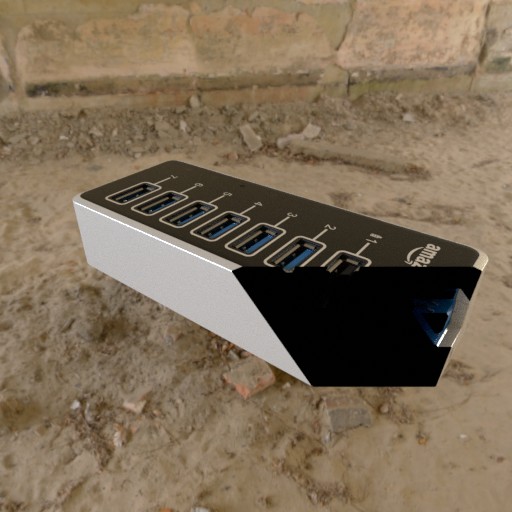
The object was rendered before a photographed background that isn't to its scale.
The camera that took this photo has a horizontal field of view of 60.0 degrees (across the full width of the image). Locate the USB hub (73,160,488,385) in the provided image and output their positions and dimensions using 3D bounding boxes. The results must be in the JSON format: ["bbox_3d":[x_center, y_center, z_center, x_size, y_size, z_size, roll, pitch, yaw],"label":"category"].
[{"bbox_3d":[0.000,0.000,0.126,0.110,0.023,0.044,22,38,31],"label":"USB hub"}]
